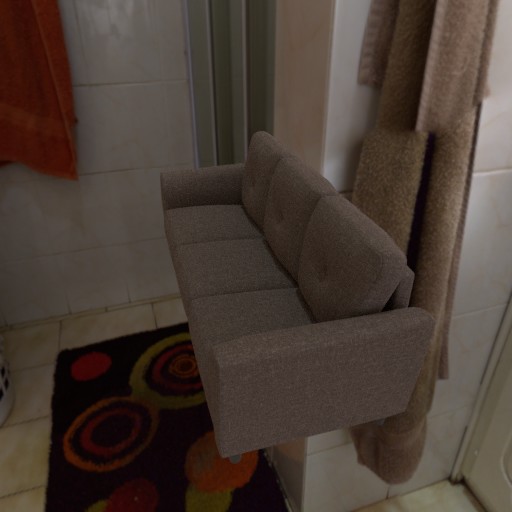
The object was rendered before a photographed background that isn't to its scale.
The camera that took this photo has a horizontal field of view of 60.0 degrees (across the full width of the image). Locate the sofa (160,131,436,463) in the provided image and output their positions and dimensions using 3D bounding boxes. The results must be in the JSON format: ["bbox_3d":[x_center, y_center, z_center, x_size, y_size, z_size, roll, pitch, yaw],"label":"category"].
[{"bbox_3d":[0.000,0.000,2.353,0.837,0.891,1.847,-8,32,-14],"label":"sofa"}]
